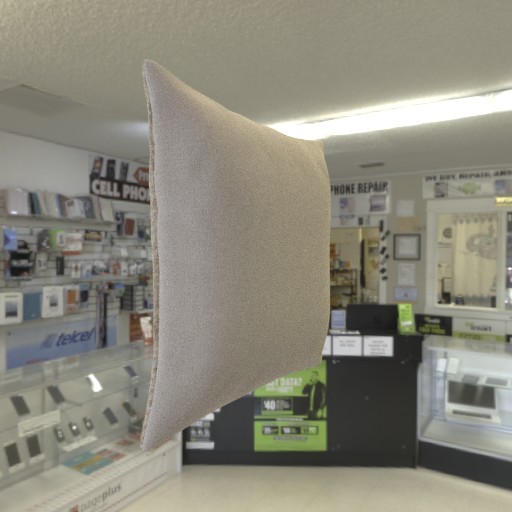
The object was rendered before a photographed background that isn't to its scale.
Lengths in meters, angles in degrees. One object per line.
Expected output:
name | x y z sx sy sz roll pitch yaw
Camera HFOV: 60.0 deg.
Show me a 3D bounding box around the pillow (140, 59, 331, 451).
pillow | 0.000 0.000 0.789 0.166 0.510 0.523 0 1 34
